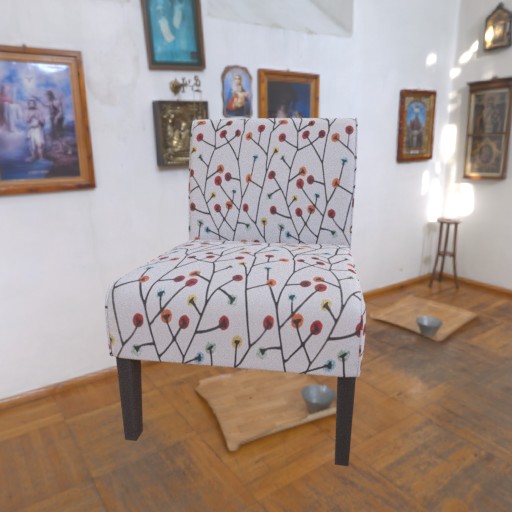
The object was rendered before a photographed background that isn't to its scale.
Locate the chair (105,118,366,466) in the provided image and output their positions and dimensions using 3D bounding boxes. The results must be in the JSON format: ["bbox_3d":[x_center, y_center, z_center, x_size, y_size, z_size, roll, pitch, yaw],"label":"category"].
[{"bbox_3d":[0.000,0.000,1.300,0.597,0.813,0.732,2,14,10],"label":"chair"}]
